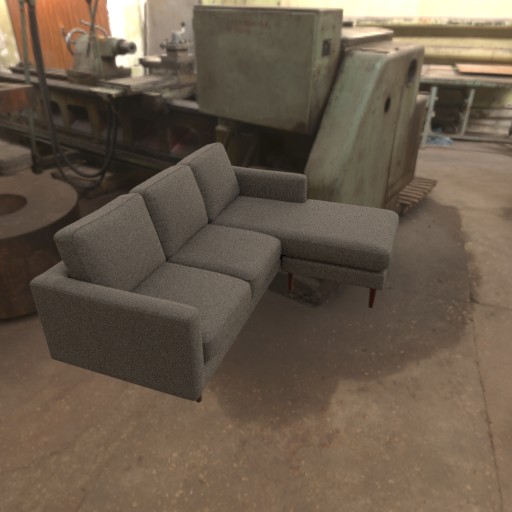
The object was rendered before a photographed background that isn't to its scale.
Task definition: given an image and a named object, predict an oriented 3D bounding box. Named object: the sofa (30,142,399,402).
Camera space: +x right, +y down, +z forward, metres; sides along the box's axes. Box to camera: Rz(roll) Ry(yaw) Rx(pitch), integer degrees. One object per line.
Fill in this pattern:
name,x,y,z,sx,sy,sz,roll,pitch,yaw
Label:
sofa,0.000,0.000,2.904,1.667,0.957,2.055,10,31,18
